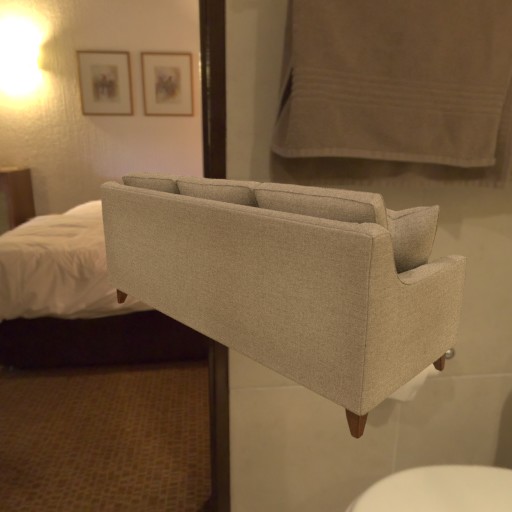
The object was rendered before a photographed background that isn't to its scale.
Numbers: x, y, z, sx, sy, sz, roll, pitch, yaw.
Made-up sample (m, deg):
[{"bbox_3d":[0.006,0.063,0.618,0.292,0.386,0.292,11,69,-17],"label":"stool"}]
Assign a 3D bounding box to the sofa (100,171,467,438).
[{"bbox_3d":[0.000,0.000,2.499,0.865,0.914,2.031,-14,21,-41],"label":"sofa"}]
